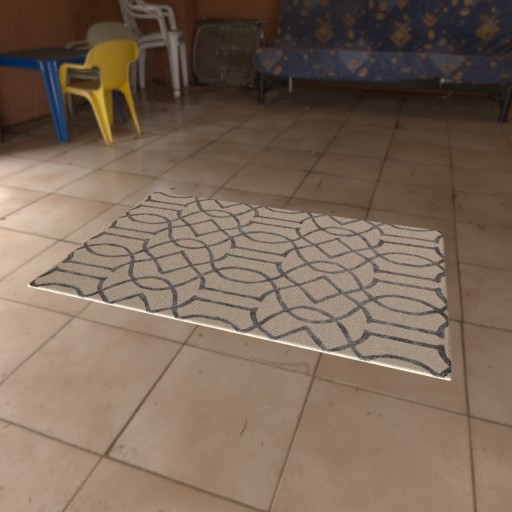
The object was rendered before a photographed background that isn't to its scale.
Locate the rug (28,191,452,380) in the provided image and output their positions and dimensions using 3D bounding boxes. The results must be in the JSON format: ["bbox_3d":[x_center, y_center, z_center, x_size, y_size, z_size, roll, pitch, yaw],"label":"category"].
[{"bbox_3d":[0.000,0.000,2.929,2.365,0.017,1.521,10,32,16],"label":"rug"}]
